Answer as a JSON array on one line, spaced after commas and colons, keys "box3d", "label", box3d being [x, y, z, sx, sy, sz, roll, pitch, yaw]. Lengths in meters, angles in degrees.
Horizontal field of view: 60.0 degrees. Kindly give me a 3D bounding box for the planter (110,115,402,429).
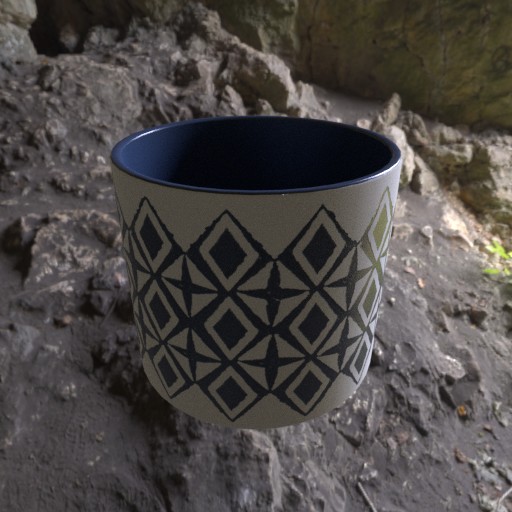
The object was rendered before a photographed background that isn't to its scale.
[{"box3d": [0.000, 0.000, 0.323, 0.182, 0.165, 0.182, 0, 29, 0], "label": "planter"}]
